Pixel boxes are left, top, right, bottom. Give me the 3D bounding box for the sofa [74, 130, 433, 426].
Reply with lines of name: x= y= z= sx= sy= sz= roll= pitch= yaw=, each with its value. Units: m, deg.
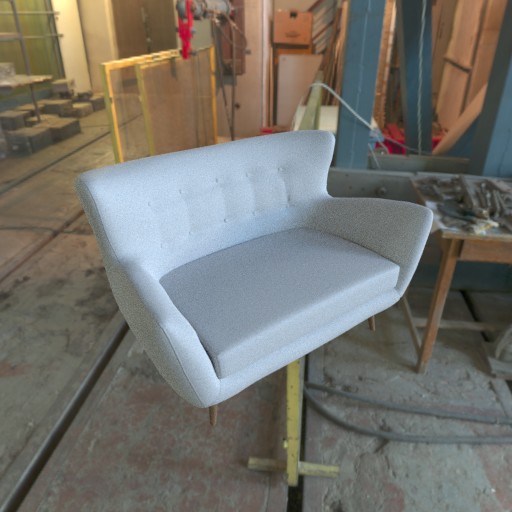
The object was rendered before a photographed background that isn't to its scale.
sofa: x=0.000 y=0.000 z=2.034 sx=1.424 sy=0.878 sz=0.921 roll=-20 pitch=35 yaw=-33
